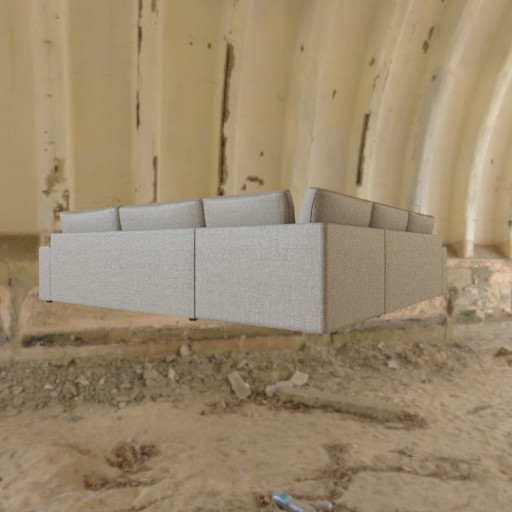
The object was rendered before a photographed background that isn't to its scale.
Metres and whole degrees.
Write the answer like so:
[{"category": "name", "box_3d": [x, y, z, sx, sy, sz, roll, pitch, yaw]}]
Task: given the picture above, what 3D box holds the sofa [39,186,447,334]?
[{"category": "sofa", "box_3d": [0.000, 0.000, 4.090, 2.742, 0.800, 2.622, 1, 1, 36]}]
